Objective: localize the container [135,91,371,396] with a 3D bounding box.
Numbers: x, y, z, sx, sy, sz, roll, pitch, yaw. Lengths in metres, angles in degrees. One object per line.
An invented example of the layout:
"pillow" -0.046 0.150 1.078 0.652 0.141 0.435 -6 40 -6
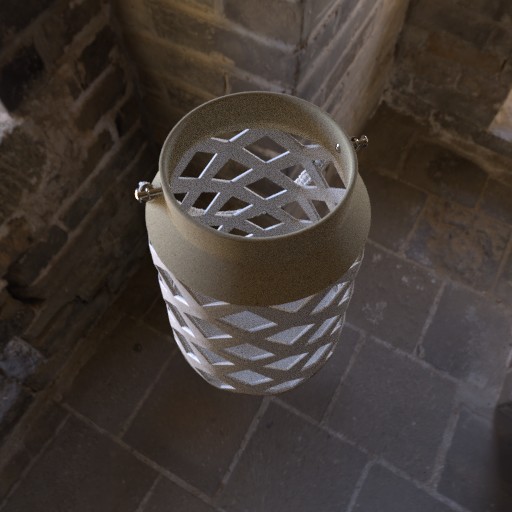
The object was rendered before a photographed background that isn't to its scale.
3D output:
"container" 0.000 0.000 0.395 0.188 0.264 0.198 -15 61 -9
